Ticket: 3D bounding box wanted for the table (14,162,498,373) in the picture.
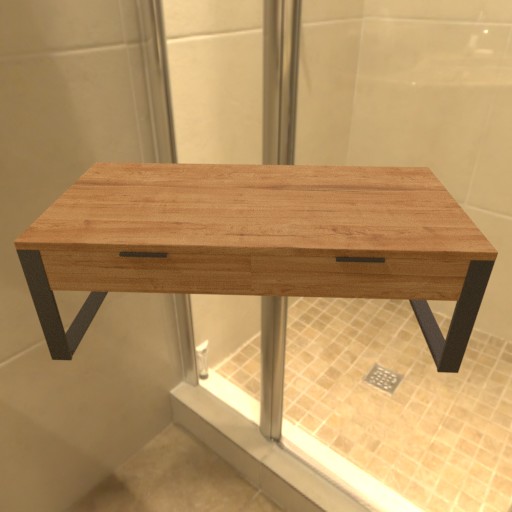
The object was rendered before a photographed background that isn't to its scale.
[{"bbox_3d":[0.000,0.000,1.425,1.180,0.400,0.590,1,31,2],"label":"table"}]
